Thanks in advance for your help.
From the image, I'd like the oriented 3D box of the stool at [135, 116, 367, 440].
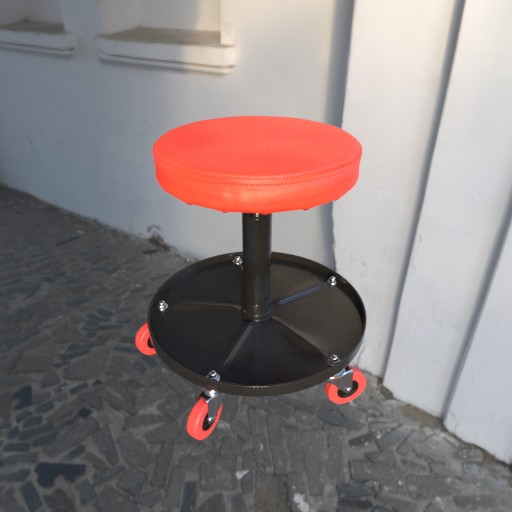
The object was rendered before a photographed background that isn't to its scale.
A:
[{"bbox_3d":[0.000,0.000,0.680,0.381,0.365,0.382,-21,37,-31],"label":"stool"}]
